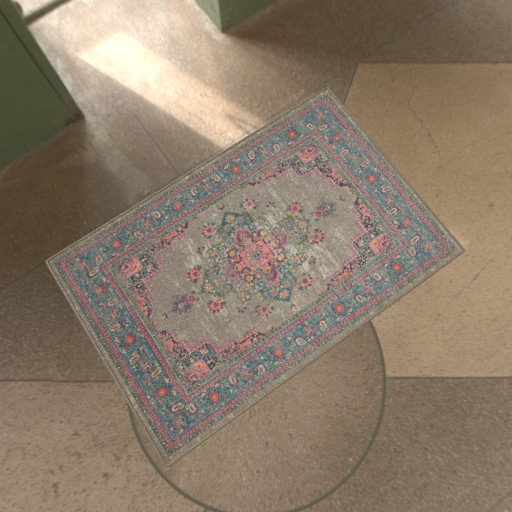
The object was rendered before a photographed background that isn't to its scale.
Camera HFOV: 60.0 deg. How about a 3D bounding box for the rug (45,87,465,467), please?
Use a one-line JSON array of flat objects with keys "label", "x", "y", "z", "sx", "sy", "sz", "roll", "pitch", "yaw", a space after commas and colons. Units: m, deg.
[{"label": "rug", "x": 0.000, "y": 0.000, "z": 2.196, "sx": 1.748, "sy": 0.014, "sz": 1.144, "roll": -34, "pitch": 78, "yaw": -8}]
